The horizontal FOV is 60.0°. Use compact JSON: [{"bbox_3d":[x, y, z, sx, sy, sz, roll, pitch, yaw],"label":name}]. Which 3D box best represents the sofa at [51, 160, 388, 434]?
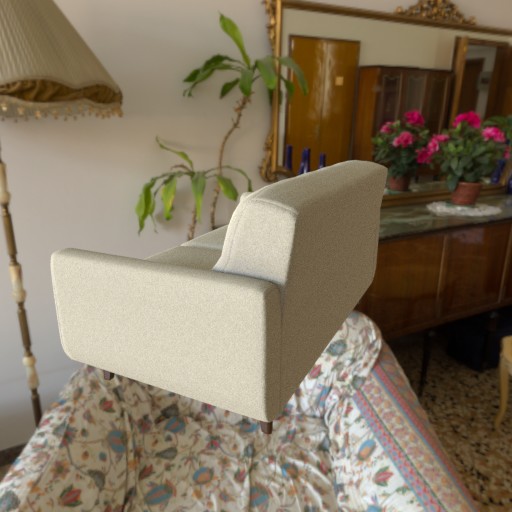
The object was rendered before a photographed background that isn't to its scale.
[{"bbox_3d":[0.000,0.000,2.235,0.980,0.892,1.655,8,19,25],"label":"sofa"}]
